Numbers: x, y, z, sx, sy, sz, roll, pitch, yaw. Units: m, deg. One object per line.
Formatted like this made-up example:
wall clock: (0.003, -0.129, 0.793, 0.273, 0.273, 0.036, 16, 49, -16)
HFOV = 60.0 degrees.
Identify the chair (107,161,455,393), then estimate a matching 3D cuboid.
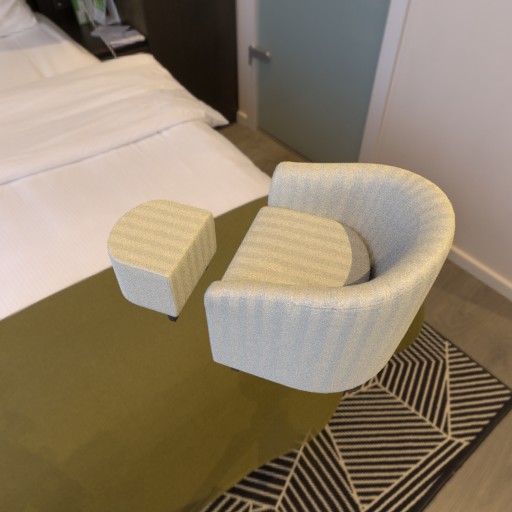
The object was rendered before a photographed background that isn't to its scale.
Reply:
chair: (0.000, 0.000, 1.753, 1.288, 0.757, 0.756, 15, 49, 14)
